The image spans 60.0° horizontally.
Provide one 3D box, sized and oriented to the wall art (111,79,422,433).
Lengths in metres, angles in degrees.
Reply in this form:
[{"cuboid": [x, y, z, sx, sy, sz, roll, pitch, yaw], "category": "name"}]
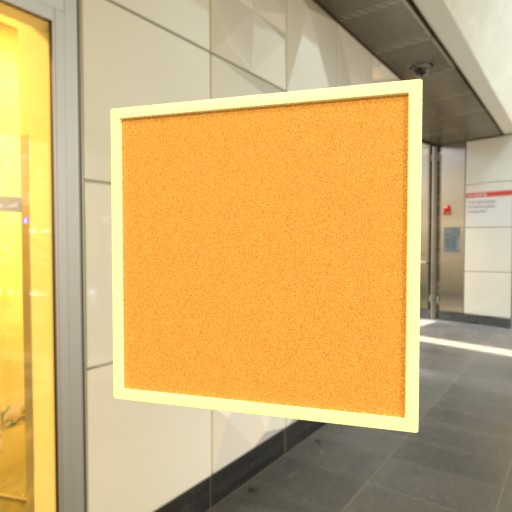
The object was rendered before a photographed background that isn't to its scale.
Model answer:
[{"cuboid": [0.000, 0.000, 0.440, 0.305, 0.305, 0.038, 1, 2, 16], "category": "wall art"}]
